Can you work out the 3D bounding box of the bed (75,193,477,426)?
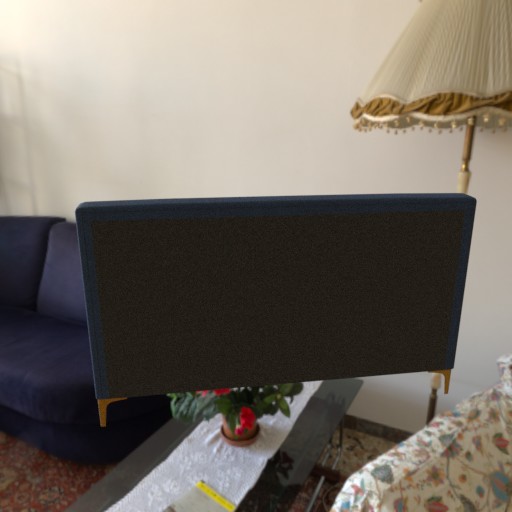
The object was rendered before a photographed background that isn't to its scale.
[{"bbox_3d":[0.000,0.000,3.448,2.096,1.231,2.232,-2,16,-8],"label":"bed"}]
